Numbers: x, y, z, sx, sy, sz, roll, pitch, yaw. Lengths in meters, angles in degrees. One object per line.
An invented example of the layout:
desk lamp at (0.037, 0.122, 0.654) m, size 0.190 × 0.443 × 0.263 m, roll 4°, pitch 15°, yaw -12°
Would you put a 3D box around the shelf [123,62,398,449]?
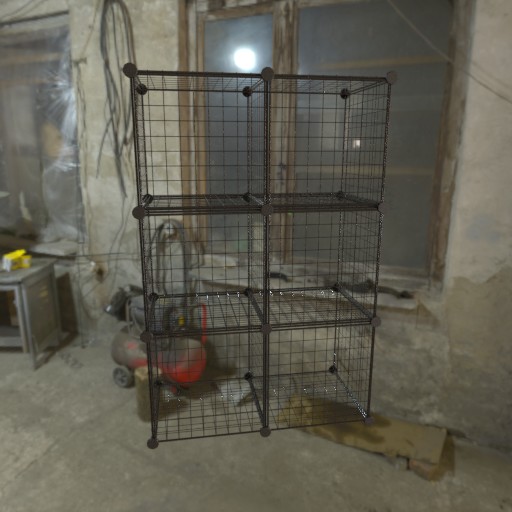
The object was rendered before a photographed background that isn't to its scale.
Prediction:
shelf at (0.000, 0.000, 1.415) m, size 0.711 × 1.067 × 0.356 m, roll -2°, pitch 14°, yaw -9°
